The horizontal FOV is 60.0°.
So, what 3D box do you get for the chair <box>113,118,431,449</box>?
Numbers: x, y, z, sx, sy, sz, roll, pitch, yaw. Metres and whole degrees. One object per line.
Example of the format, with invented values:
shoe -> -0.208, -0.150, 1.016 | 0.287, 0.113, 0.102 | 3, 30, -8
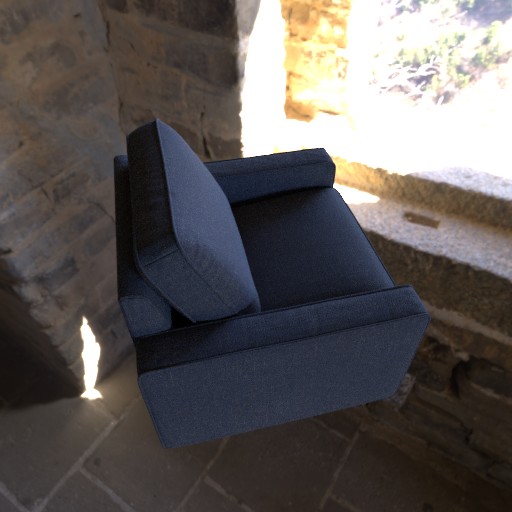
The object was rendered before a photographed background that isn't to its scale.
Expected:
chair -> 0.000, 0.000, 1.726 | 0.940, 0.919, 1.017 | -10, 47, -9
